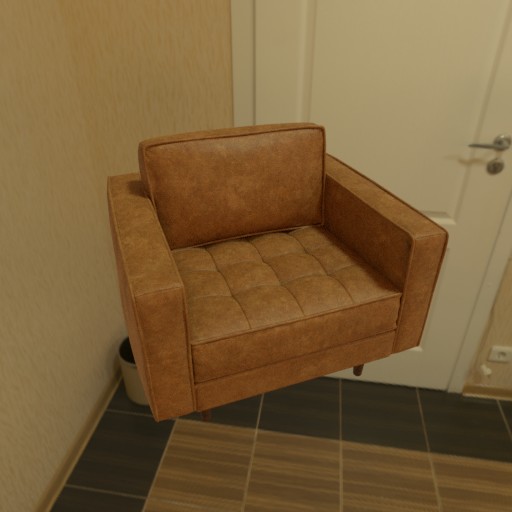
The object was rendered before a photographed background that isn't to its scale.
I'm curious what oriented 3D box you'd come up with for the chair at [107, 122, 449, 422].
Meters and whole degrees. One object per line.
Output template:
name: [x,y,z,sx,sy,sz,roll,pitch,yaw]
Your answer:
chair: [0.000,0.000,1.529,0.928,0.767,0.798,-11,33,-17]
